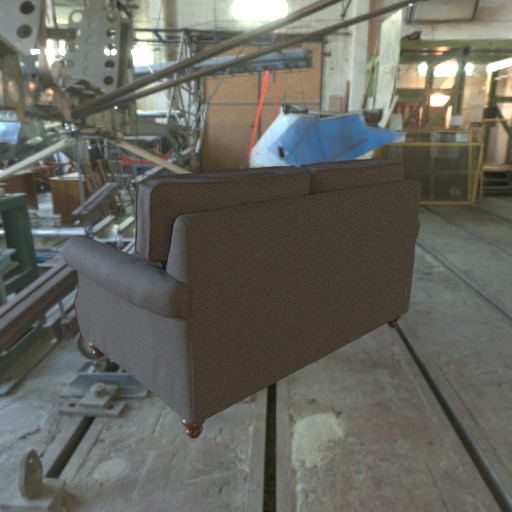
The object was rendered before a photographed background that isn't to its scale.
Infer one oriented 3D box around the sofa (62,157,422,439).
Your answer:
[{"bbox_3d":[0.000,0.000,2.226,1.665,0.937,0.964,-14,22,-41],"label":"sofa"}]
